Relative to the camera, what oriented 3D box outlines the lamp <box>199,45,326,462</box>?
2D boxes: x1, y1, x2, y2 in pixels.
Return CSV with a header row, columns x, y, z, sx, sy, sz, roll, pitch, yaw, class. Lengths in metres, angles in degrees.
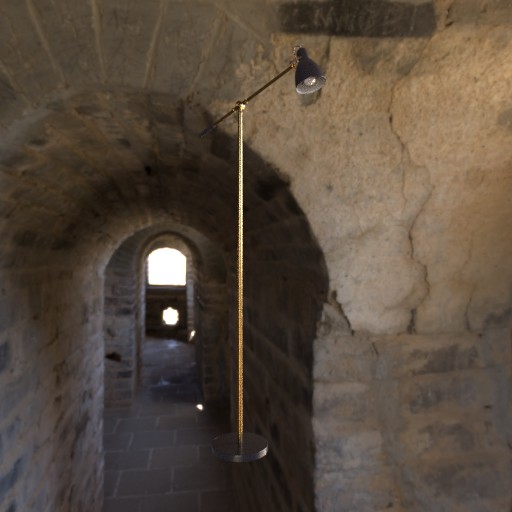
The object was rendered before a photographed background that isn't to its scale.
x,y,z,sx,sy,sz,roll,pitch,yaw,class
0.000,0.000,1.823,0.618,1.628,0.235,0,0,35,lamp
